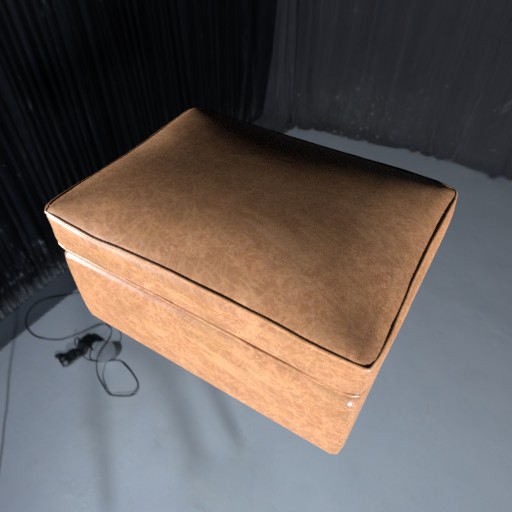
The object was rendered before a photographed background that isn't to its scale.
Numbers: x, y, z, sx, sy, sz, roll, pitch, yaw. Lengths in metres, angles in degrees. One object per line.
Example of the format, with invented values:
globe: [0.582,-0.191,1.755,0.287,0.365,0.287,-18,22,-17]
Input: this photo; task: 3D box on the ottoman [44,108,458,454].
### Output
ottoman: [0.000,0.000,1.089,0.756,0.468,0.554,24,50,21]
